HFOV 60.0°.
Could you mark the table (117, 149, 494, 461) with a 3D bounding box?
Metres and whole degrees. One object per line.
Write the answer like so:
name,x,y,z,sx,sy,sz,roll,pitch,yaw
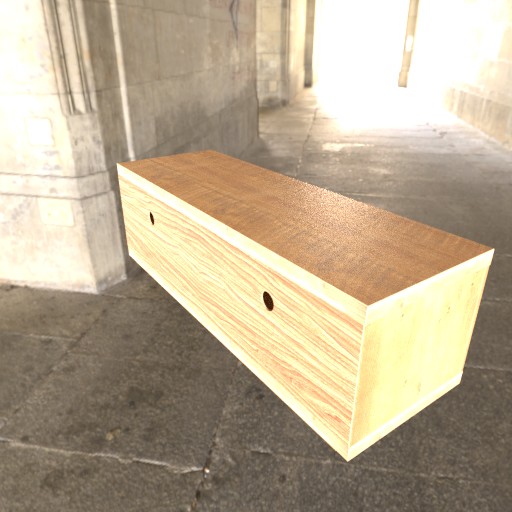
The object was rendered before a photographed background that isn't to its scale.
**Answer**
table,0.000,0.000,1.711,0.499,0.491,1.499,-17,31,-32
